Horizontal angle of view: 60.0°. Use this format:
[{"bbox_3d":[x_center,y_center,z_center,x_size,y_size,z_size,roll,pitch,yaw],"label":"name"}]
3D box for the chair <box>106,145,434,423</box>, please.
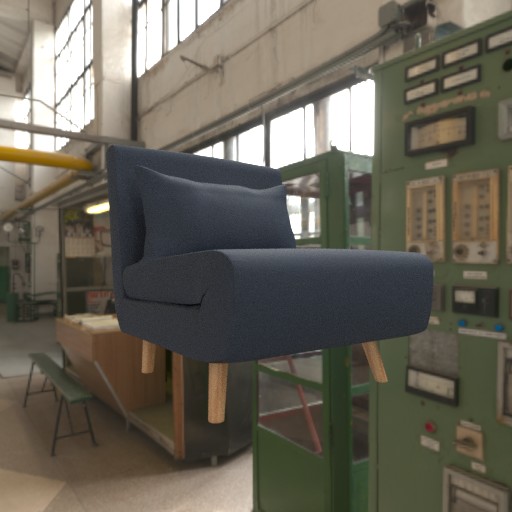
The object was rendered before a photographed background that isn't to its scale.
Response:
[{"bbox_3d":[0.000,0.000,1.496,0.770,0.808,0.900,0,-1,-35],"label":"chair"}]
